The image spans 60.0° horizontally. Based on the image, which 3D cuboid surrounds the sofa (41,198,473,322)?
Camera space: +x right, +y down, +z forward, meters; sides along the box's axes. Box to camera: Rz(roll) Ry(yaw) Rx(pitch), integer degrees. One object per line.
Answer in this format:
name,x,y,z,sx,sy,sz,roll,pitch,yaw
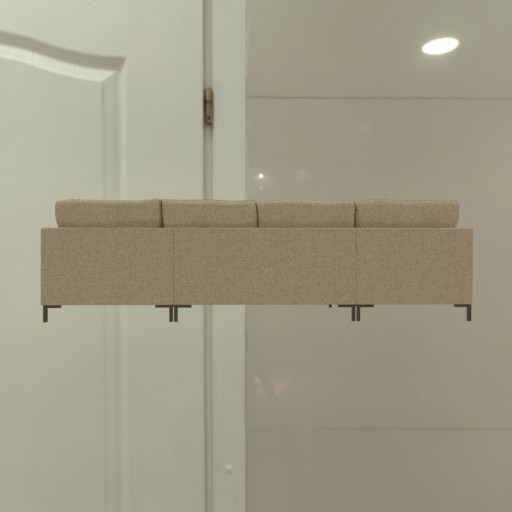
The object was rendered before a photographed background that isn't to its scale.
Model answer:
sofa,0.000,0.000,4.433,3.423,0.996,2.021,0,1,-1
